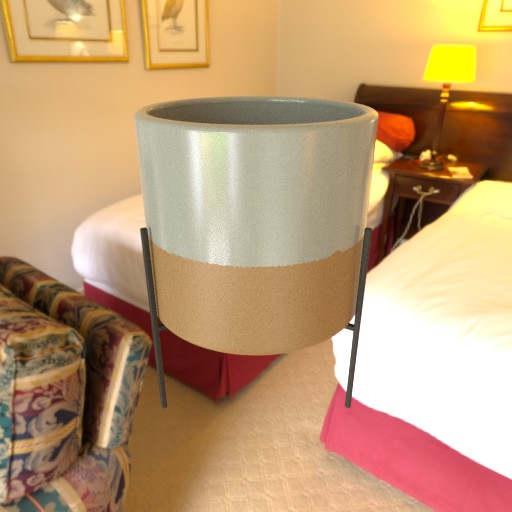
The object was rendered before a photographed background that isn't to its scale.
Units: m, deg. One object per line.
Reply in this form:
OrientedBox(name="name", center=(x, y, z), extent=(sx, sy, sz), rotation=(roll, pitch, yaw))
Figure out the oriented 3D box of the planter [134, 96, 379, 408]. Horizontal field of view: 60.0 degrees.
OrientedBox(name="planter", center=(0.000, 0.000, 0.747), extent=(0.348, 0.480, 0.360), rotation=(0, 25, 0))
